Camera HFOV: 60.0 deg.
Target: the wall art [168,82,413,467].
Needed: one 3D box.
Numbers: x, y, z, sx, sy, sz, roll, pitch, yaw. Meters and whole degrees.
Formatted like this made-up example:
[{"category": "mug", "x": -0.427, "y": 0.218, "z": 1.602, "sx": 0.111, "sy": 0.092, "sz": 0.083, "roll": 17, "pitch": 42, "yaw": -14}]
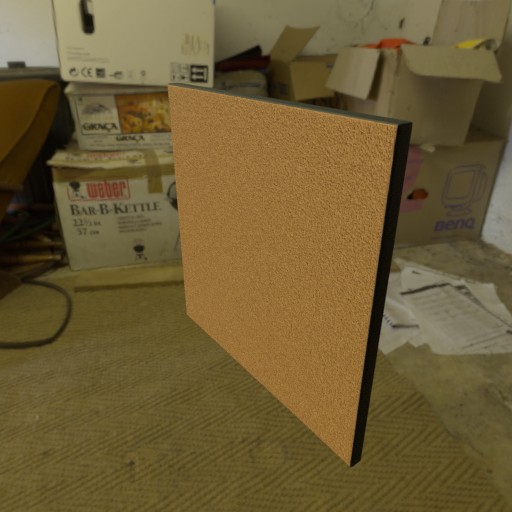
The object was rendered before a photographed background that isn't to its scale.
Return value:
[{"category": "wall art", "x": 0.000, "y": 0.000, "z": 0.666, "sx": 0.022, "sy": 0.453, "sz": 0.456, "roll": -19, "pitch": 32, "yaw": -32}]
